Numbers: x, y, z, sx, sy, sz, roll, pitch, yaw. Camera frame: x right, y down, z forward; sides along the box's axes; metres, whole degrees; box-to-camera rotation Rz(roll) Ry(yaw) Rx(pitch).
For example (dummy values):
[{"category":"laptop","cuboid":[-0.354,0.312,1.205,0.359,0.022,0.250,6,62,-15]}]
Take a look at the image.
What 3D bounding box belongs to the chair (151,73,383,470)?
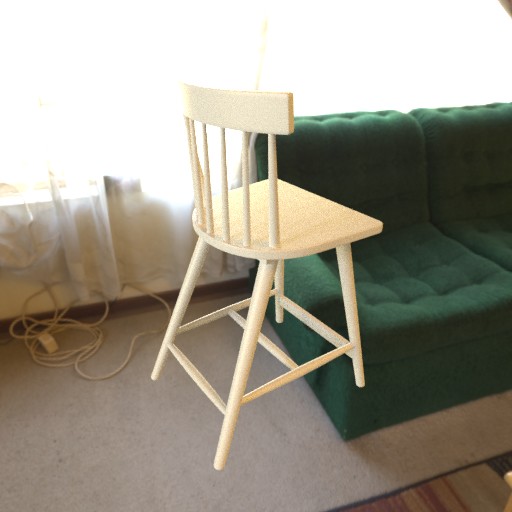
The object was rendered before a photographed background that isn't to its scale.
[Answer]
[{"category":"chair","cuboid":[0.000,0.000,1.276,0.572,0.952,0.483,-18,33,-31]}]
